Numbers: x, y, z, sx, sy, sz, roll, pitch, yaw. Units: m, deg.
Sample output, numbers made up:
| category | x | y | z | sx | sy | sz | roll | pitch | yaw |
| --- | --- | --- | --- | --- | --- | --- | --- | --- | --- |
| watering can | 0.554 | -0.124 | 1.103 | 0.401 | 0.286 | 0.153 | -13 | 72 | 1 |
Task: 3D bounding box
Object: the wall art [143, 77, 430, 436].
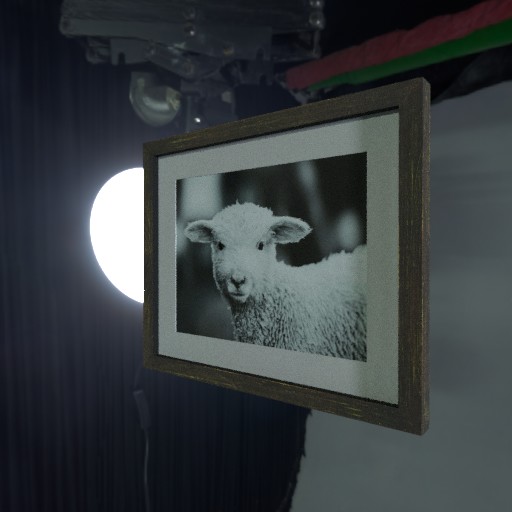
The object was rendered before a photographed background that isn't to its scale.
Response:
| category | x | y | z | sx | sy | sz | roll | pitch | yaw |
| --- | --- | --- | --- | --- | --- | --- | --- | --- | --- |
| wall art | 0.000 | 0.000 | 0.747 | 0.558 | 0.457 | 0.032 | 0 | 1 | 38 |
